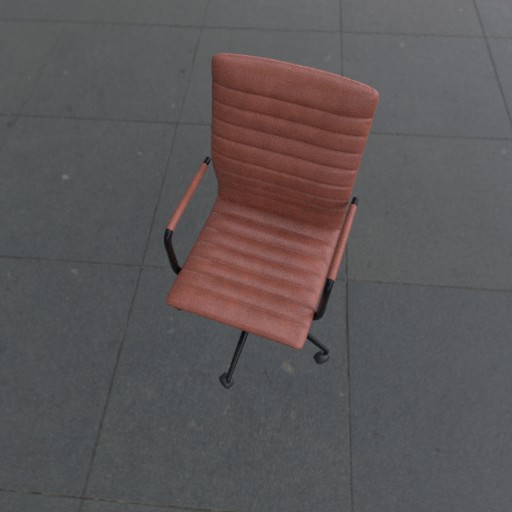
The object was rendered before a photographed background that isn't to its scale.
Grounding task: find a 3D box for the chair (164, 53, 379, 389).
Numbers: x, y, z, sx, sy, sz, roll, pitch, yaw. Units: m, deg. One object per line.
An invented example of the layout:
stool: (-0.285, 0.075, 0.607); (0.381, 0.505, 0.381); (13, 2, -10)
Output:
chair: (0.000, 0.000, 1.282); (0.600, 0.878, 0.578); (17, 60, 10)
